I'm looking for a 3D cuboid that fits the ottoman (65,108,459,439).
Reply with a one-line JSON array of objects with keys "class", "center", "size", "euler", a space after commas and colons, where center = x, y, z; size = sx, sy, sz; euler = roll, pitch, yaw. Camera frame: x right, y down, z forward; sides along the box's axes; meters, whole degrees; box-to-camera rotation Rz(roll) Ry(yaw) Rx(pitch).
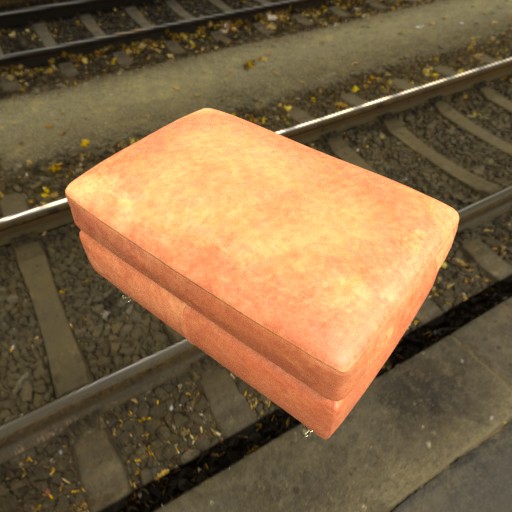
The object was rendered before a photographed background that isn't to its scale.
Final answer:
[{"class": "ottoman", "center": [0.000, 0.000, 1.203], "size": [0.852, 0.507, 0.565], "euler": [30, 53, 25]}]
